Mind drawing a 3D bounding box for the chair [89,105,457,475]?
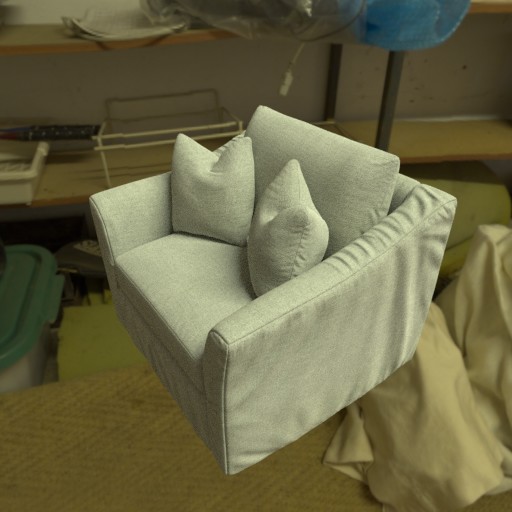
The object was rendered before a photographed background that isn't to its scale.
[{"bbox_3d":[0.000,0.000,1.996,1.071,1.059,1.194,-22,39,-29],"label":"chair"}]
